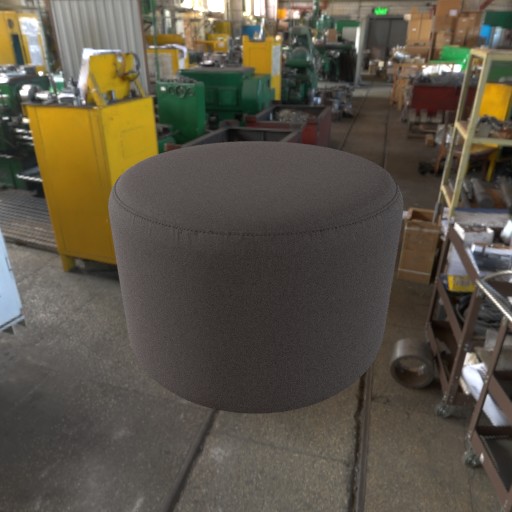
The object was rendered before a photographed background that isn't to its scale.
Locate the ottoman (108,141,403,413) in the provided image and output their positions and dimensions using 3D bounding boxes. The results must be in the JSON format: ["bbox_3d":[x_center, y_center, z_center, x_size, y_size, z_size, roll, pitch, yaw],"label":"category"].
[{"bbox_3d":[0.000,0.000,1.018,0.608,0.433,0.608,0,27,0],"label":"ottoman"}]
